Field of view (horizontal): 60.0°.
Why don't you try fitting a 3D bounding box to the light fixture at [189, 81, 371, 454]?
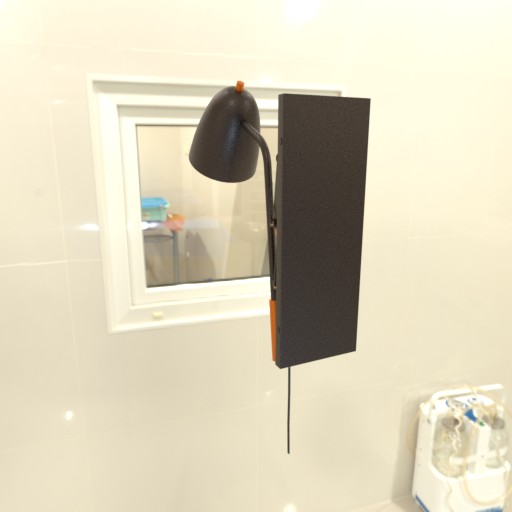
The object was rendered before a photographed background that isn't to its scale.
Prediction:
[{"bbox_3d":[0.000,0.000,0.936,0.162,0.715,0.499,-6,15,-25],"label":"light fixture"}]
